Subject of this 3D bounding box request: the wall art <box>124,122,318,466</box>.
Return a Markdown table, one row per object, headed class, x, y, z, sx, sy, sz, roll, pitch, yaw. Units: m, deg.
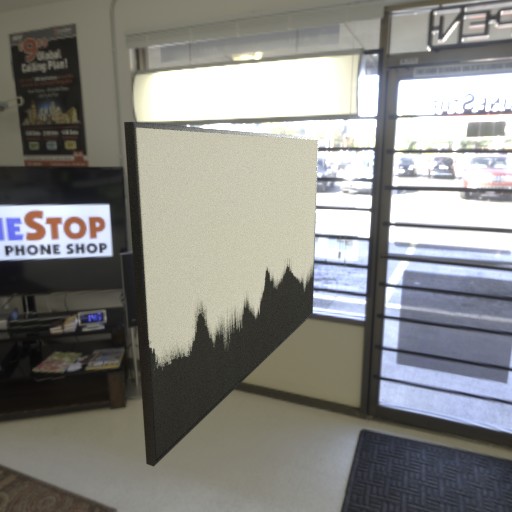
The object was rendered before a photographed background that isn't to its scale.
| class | x | y | z | sx | sy | sz | roll | pitch | yaw |
| --- | --- | --- | --- | --- | --- | --- | --- | --- | --- |
| wall art | 0.000 | 0.000 | 1.231 | 0.019 | 0.660 | 0.957 | 6 | 15 | 26 |
